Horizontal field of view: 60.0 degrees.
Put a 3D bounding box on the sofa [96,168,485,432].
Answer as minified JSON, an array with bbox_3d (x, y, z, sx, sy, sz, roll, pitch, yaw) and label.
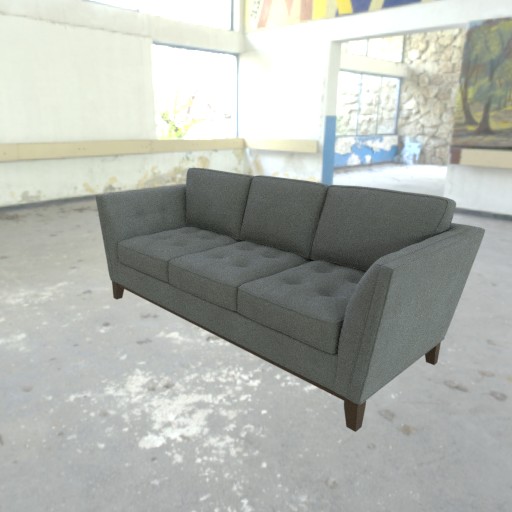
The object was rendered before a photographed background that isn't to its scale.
[{"bbox_3d":[0.000,0.000,2.846,0.965,0.940,2.387,-16,23,-42],"label":"sofa"}]
